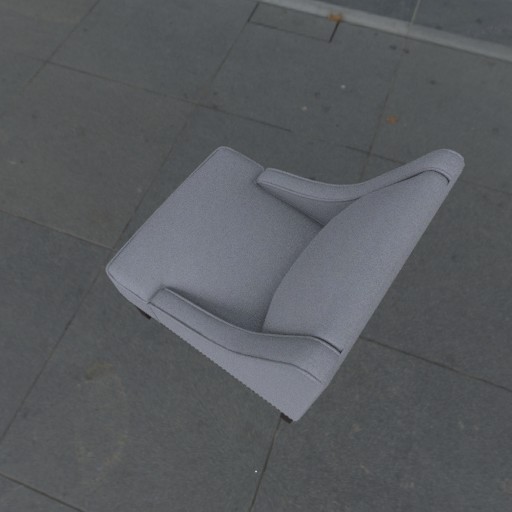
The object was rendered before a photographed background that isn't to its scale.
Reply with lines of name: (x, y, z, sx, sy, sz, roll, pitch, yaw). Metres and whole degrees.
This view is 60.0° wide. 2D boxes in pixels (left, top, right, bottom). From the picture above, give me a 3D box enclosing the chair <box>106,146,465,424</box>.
chair: (0.000, 0.000, 1.364, 0.747, 0.867, 0.631, 33, 68, 15)
